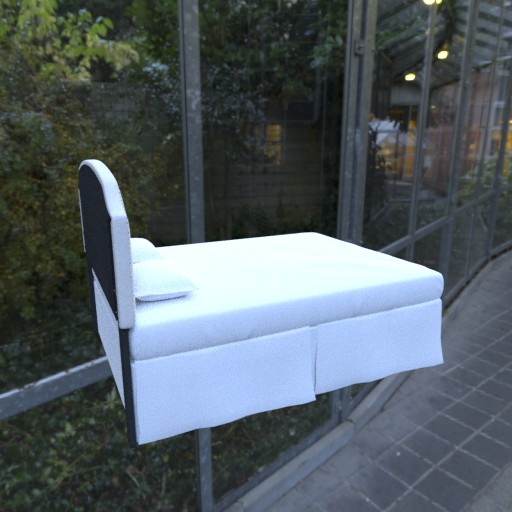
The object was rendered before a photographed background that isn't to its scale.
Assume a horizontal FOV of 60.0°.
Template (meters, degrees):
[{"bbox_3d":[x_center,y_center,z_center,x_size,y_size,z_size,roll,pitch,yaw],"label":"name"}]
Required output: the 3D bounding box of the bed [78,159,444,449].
[{"bbox_3d":[0.000,0.000,2.925,1.999,1.270,1.558,-7,16,-25],"label":"bed"}]
